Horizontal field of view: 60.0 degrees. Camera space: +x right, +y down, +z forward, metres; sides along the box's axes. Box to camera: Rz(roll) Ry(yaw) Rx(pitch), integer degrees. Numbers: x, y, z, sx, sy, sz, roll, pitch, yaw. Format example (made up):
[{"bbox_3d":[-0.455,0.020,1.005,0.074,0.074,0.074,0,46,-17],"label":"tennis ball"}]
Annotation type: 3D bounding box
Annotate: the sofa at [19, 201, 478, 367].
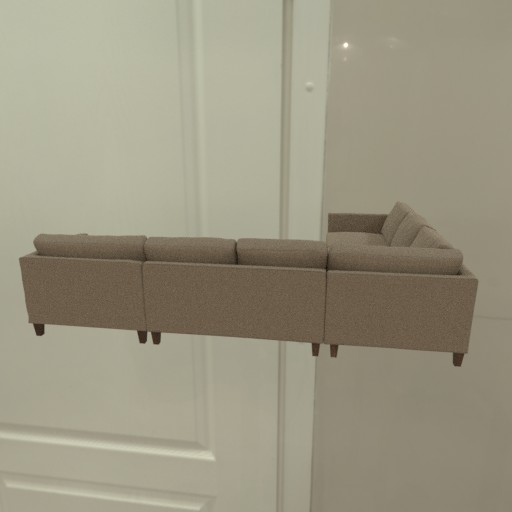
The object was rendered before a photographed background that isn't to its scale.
[{"bbox_3d":[0.000,0.000,4.453,3.438,0.865,2.424,2,16,8],"label":"sofa"}]
